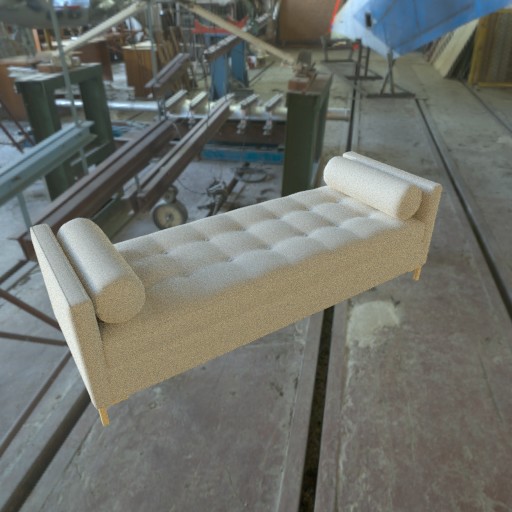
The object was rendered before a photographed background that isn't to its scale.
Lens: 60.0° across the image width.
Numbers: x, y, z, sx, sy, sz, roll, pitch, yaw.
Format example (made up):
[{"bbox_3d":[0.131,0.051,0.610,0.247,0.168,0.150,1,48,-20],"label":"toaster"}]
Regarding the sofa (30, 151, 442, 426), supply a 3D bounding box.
[{"bbox_3d":[0.000,0.000,2.356,1.985,0.641,0.746,-19,36,-28],"label":"sofa"}]
